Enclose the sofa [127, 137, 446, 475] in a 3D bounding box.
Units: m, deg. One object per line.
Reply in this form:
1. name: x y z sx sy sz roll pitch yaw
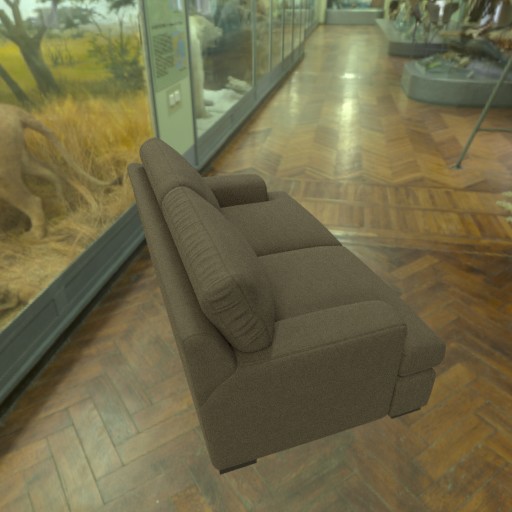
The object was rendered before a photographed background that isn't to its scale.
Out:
1. sofa: 0.000 0.000 2.447 1.140 0.950 1.869 -10 32 -17
